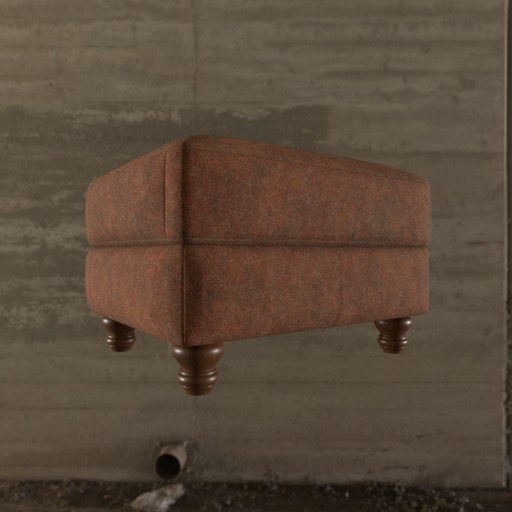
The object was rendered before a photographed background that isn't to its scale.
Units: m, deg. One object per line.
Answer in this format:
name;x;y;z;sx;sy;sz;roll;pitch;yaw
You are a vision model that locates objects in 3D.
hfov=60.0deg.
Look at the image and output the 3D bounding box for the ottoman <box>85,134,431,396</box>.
ottoman;0.000;0.000;1.183;0.787;0.508;0.635;0;1;-35
